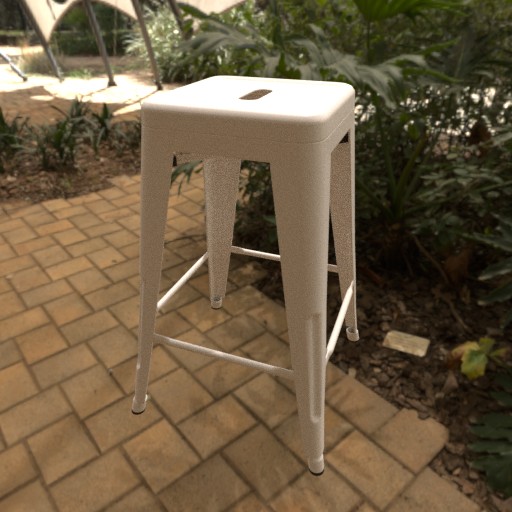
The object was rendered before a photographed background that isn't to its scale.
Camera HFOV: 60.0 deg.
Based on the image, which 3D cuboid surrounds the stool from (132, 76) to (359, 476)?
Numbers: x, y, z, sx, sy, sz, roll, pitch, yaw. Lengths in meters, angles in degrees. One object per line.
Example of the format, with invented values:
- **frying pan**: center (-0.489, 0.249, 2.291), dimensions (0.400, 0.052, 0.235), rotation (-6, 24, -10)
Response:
- **stool**: center (0.000, 0.000, 0.861), dimensions (0.406, 0.610, 0.406), rotation (11, 32, 18)
